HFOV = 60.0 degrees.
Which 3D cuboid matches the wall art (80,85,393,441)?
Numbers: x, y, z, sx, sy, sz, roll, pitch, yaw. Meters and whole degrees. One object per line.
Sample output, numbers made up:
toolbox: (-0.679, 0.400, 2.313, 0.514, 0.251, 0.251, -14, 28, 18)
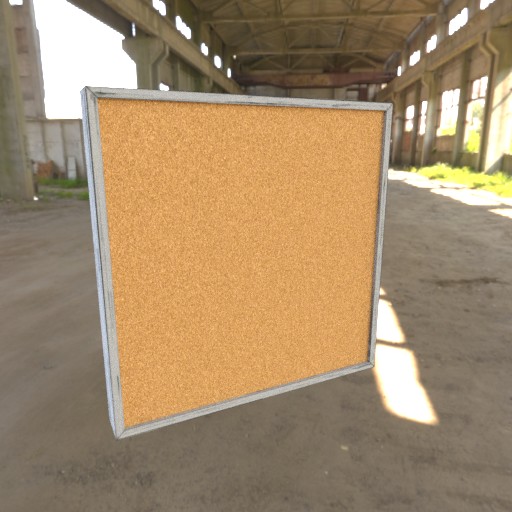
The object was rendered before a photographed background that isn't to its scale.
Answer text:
wall art: (0.000, 0.000, 0.448, 0.303, 0.303, 0.036, -7, 16, -26)
